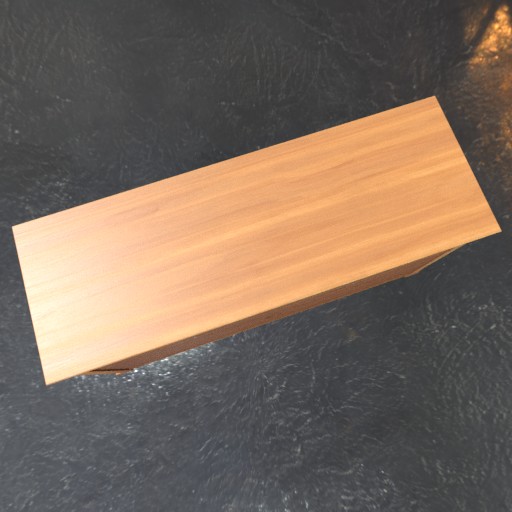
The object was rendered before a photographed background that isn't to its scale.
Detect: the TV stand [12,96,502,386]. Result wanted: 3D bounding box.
[{"bbox_3d":[0.000,0.000,1.417,1.181,0.607,0.417,-18,77,-4],"label":"TV stand"}]
